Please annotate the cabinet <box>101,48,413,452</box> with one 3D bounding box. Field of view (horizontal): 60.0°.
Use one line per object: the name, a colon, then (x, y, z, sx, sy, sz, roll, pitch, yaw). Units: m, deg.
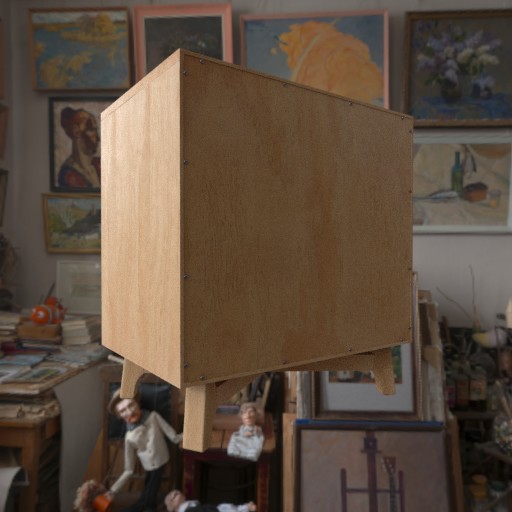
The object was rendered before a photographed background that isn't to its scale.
cabinet: (0.000, 0.000, 0.954, 0.551, 0.599, 0.394, -1, 1, -36)
